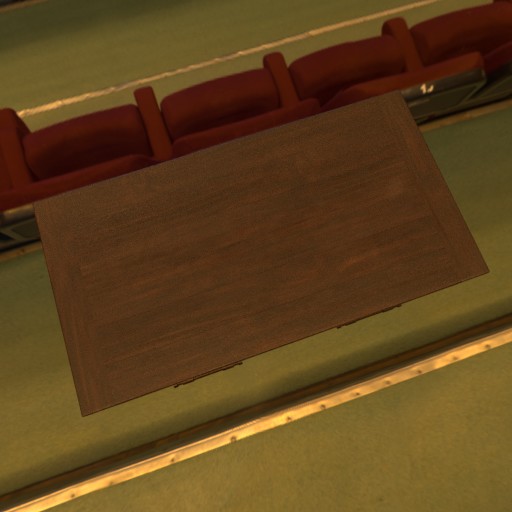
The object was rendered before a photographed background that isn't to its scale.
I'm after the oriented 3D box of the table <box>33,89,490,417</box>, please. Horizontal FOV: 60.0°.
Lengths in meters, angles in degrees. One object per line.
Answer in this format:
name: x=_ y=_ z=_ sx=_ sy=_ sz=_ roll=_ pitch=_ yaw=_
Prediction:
table: x=0.000 y=0.000 z=1.613 sx=1.270 sy=0.494 sz=0.700 roll=-19 pitch=76 yaw=-5
